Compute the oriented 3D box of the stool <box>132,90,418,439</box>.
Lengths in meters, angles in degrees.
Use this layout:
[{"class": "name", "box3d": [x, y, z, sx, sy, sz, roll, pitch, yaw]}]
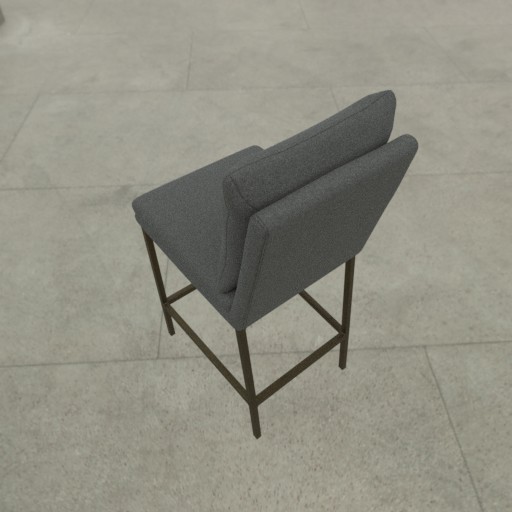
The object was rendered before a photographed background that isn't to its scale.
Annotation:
[{"class": "stool", "box3d": [0.000, 0.000, 1.300, 0.463, 1.030, 0.569, -30, 54, -25]}]
